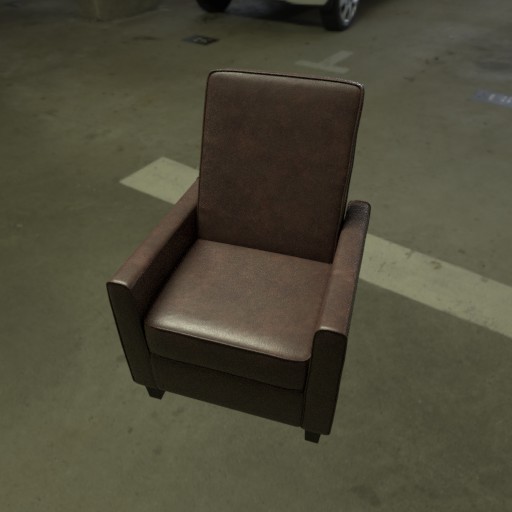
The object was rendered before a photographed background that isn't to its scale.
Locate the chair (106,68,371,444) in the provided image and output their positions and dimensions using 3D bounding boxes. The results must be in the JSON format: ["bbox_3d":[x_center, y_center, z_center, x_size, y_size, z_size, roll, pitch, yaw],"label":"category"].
[{"bbox_3d":[0.000,0.000,1.506,0.705,1.013,0.746,11,41,13],"label":"chair"}]
